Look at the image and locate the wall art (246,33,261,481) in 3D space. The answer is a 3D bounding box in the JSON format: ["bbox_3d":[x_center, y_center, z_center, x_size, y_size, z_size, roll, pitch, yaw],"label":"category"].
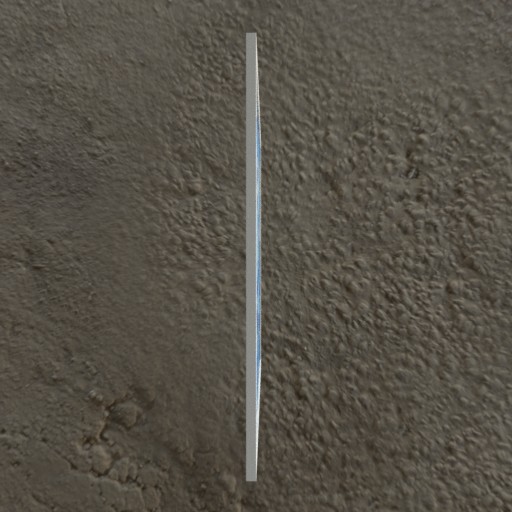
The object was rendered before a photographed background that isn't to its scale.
[{"bbox_3d":[0.000,0.000,0.983,0.015,0.660,0.660,0,91,1],"label":"wall art"}]
